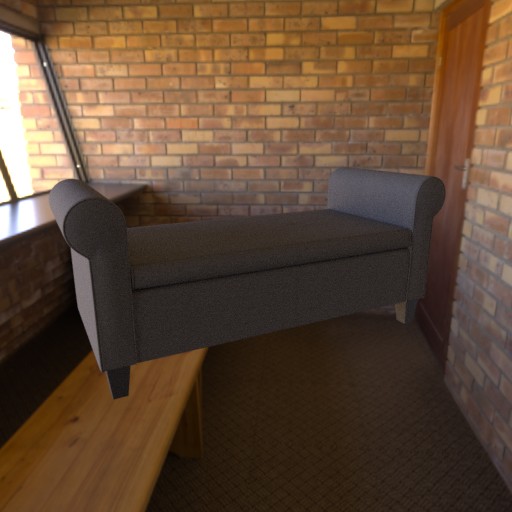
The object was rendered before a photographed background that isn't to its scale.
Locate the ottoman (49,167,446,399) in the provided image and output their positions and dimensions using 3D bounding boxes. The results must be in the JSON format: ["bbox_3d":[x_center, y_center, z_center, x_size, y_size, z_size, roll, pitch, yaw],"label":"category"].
[{"bbox_3d":[0.000,0.000,1.559,1.256,0.547,0.521,-8,17,-26],"label":"ottoman"}]
